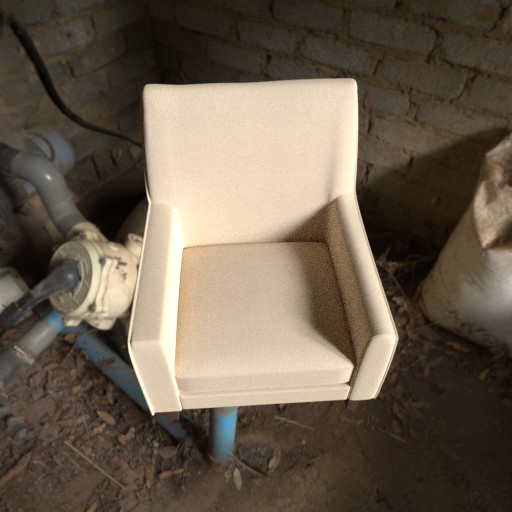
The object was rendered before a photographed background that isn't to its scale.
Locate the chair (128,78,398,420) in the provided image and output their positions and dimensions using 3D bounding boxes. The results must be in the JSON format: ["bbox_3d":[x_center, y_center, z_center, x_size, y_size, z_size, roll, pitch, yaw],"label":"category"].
[{"bbox_3d":[0.000,0.000,1.608,0.780,0.919,0.899,-3,47,-2],"label":"chair"}]
